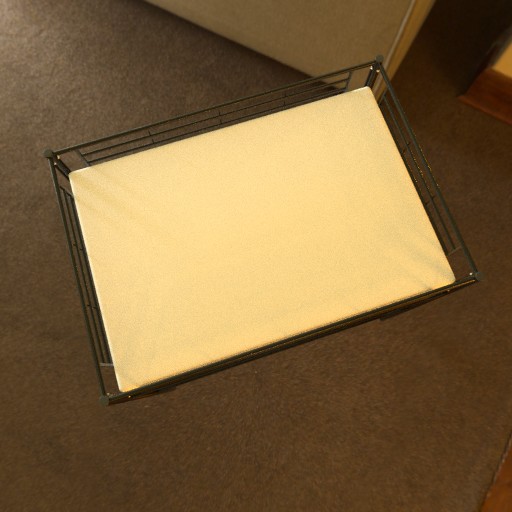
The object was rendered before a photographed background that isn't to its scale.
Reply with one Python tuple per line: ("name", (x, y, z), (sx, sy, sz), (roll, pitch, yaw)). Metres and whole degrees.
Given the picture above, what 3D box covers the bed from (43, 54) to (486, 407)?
("bed", (0.000, 0.000, 3.181), (1.994, 1.803, 1.397), (-17, 76, -4))
